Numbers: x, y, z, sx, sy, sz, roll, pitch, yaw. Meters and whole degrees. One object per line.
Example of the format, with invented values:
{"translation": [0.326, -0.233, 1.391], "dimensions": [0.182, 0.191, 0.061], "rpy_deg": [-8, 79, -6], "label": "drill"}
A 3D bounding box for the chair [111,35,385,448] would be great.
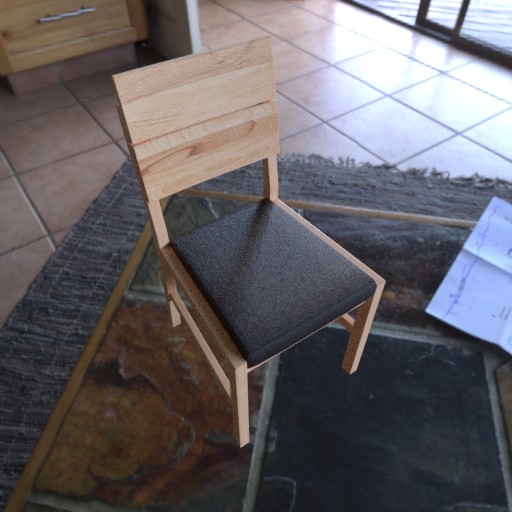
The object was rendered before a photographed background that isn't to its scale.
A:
{"translation": [0.000, 0.000, 1.253], "dimensions": [0.475, 0.950, 0.560], "rpy_deg": [-26, 52, -22], "label": "chair"}
